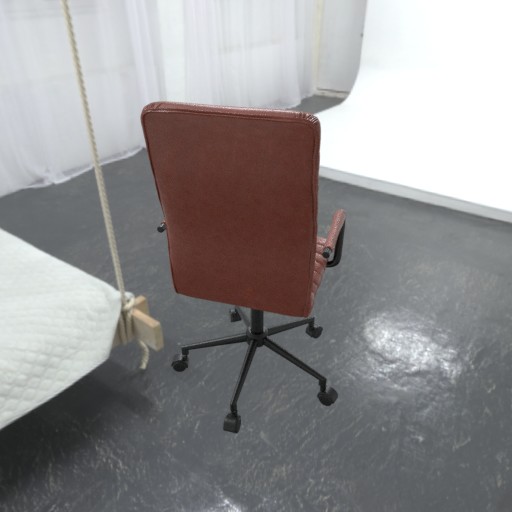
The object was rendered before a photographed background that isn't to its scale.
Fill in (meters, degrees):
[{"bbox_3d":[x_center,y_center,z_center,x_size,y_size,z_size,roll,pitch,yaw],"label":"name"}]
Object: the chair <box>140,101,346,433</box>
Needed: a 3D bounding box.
[{"bbox_3d":[0.000,0.000,1.364,0.608,0.979,0.580,9,32,15],"label":"chair"}]
